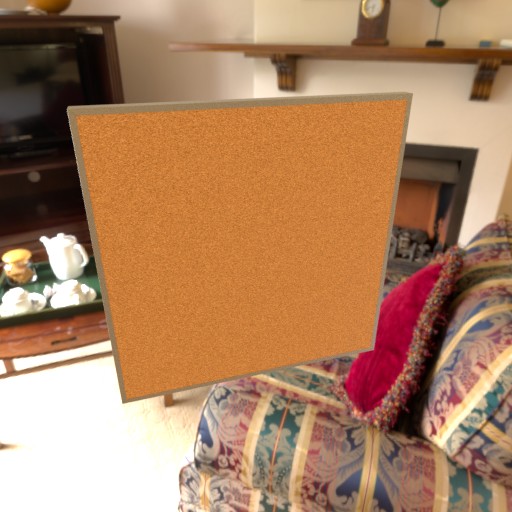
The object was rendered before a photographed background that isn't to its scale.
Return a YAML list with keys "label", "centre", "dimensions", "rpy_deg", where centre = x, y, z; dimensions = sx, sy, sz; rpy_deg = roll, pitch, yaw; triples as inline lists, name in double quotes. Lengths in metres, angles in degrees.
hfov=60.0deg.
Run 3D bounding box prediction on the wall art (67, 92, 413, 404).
- label: "wall art"
  centre: [0.000, 0.000, 1.199]
  dimensions: [0.809, 0.807, 0.038]
  rpy_deg: [-8, 28, -15]
